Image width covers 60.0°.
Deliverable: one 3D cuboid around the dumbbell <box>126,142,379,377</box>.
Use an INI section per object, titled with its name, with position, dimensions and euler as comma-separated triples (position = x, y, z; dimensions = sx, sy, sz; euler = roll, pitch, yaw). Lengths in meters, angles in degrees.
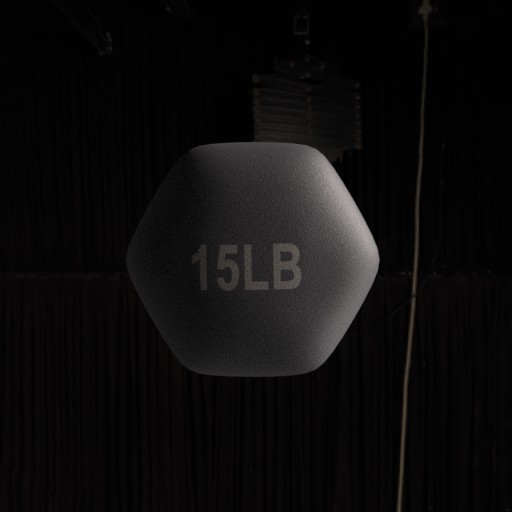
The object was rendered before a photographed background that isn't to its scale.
[dumbbell]
position = 0.000, 0.000, 0.300
dimensions = 0.116, 0.105, 0.240
euler = 0, 1, 2
